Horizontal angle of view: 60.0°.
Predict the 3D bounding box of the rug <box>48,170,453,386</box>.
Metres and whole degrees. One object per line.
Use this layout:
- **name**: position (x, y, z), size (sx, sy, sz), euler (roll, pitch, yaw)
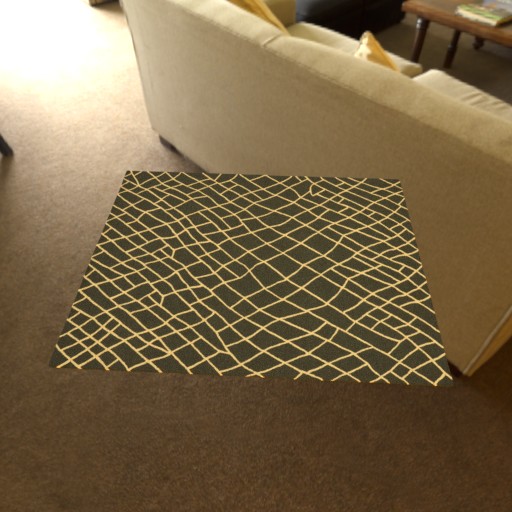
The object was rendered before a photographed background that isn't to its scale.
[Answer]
- **rug**: position (0.000, 0.000, 4.123), size (3.047, 0.022, 2.439), euler (2, 48, 2)
